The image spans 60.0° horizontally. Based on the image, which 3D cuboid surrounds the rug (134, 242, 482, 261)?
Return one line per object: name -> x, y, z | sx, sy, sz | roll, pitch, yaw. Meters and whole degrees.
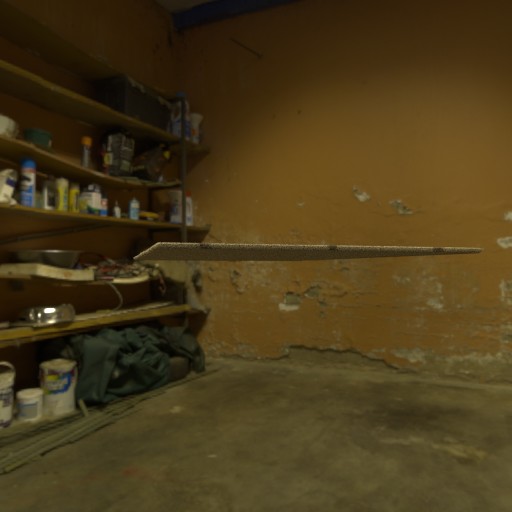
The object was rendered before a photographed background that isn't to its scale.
rug -> 0.000, 0.000, 2.965 | 1.501, 0.024, 2.348 | 1, -2, -17
